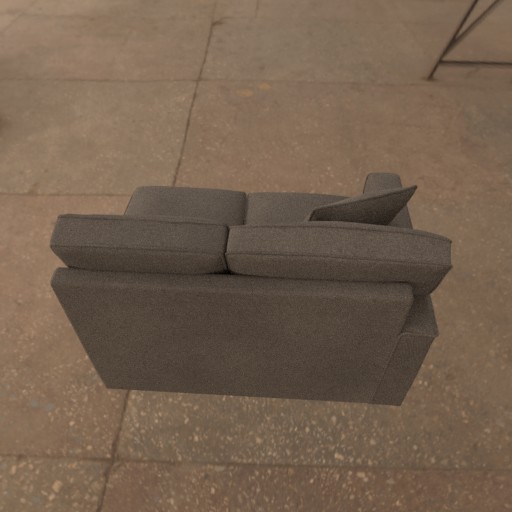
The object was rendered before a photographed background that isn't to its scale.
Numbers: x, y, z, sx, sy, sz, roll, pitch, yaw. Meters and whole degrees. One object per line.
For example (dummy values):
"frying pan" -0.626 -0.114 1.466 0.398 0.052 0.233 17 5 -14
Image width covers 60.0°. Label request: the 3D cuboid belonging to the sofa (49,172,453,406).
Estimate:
"sofa" 0.000 0.000 2.039 1.388 0.989 0.991 2 46 2
